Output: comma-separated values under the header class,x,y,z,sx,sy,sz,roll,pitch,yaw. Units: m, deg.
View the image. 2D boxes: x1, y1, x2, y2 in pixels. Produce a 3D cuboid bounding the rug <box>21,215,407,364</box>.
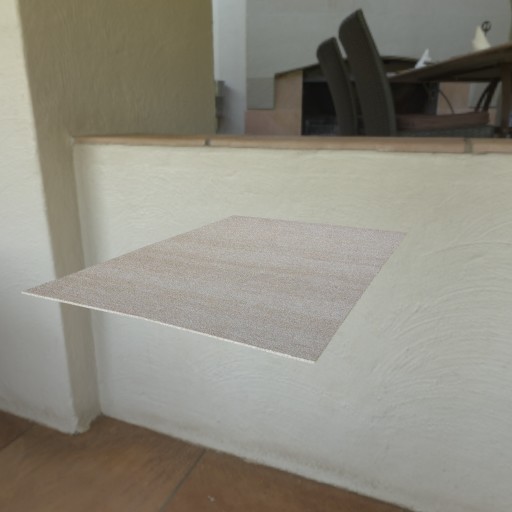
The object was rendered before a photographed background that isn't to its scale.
class,x,y,z,sx,sy,sz,roll,pitch,yaw
rug,0.000,0.000,3.714,2.032,0.038,2.869,8,19,25
